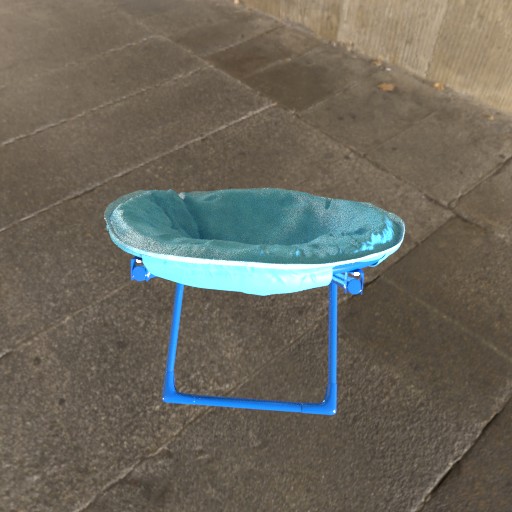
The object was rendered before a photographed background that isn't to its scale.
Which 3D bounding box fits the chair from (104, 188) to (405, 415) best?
[{"bbox_3d":[0.000,0.000,0.890,0.520,0.478,0.465,3,48,3],"label":"chair"}]
